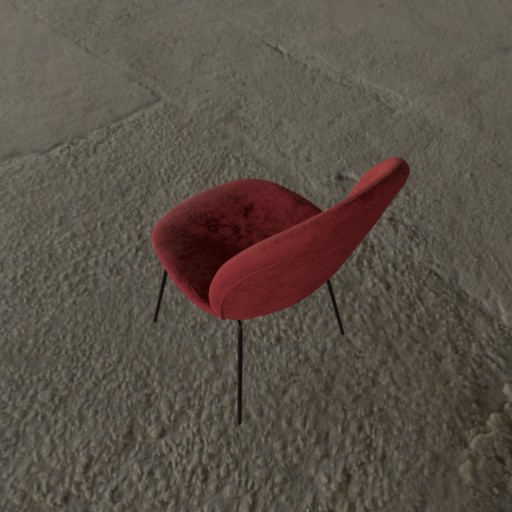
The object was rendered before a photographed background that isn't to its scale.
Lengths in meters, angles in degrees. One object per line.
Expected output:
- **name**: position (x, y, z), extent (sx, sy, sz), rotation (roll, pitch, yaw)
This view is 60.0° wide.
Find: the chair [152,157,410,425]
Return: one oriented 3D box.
- **chair**: position (0.000, 0.000, 1.154), extent (0.458, 0.791, 0.587), rotation (-33, 56, -26)
